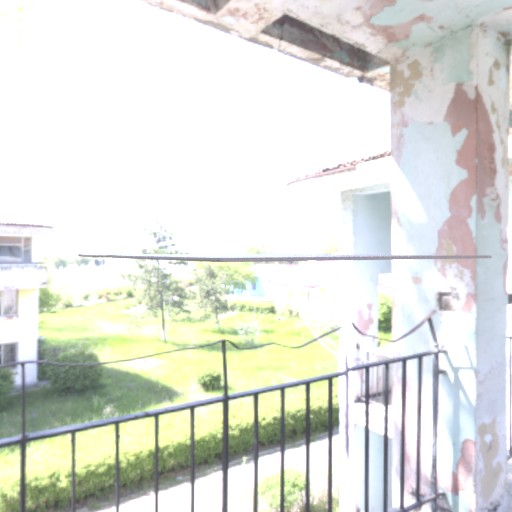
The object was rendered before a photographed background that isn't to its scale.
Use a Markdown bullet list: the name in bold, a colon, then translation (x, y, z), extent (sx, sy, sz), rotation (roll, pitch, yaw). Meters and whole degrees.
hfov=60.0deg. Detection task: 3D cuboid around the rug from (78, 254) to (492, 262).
- **rug**: translation (0.000, 0.000, 4.020), extent (2.434, 0.032, 3.007), rotation (0, 1, -34)
